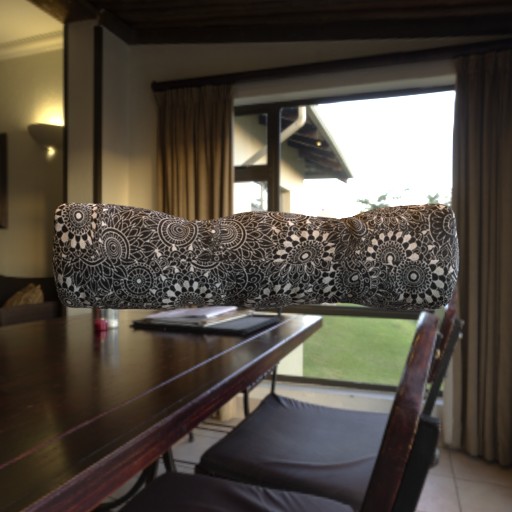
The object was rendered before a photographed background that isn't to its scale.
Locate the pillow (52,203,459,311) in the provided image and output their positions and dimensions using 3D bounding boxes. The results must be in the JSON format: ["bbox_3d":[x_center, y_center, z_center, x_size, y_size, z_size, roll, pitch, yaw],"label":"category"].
[{"bbox_3d":[0.000,0.000,0.719,0.468,0.128,0.490,0,1,1],"label":"pillow"}]
